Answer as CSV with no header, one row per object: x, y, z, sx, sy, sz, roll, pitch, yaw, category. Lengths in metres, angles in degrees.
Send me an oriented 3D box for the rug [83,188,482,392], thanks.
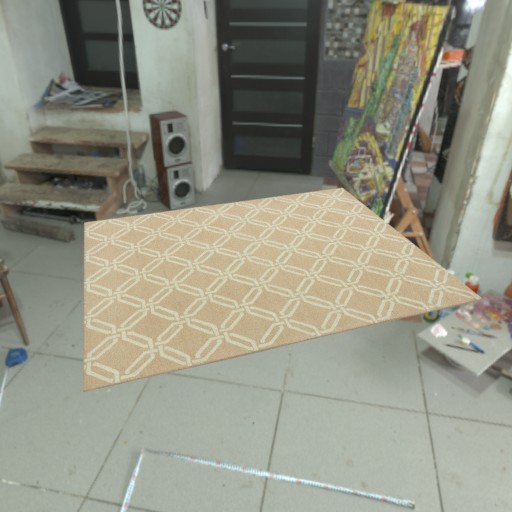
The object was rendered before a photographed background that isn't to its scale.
0.000,0.000,3.925,2.895,0.018,2.288,-10,33,-15,rug
